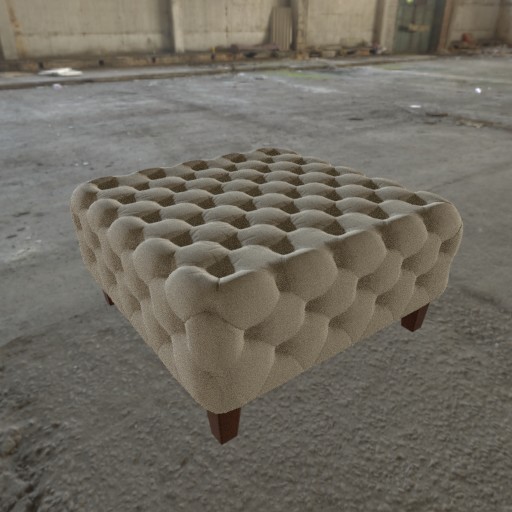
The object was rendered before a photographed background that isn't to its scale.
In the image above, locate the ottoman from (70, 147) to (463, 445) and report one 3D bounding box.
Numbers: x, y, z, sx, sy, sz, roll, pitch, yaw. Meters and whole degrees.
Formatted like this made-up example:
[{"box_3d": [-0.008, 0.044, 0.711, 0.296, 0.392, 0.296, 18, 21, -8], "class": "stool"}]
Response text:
[{"box_3d": [0.000, 0.000, 1.202, 0.753, 0.376, 0.755, -19, 33, -32], "class": "ottoman"}]
